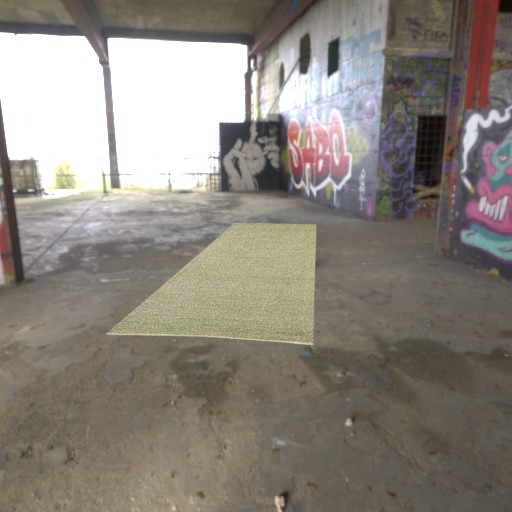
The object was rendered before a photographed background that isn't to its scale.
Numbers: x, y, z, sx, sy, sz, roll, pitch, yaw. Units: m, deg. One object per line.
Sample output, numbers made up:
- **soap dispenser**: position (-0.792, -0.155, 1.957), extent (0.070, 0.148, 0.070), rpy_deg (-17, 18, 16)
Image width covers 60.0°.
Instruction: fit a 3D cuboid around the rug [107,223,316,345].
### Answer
- **rug**: position (0.000, 0.000, 2.557), extent (0.686, 0.013, 2.340), rpy_deg (2, 14, 8)
